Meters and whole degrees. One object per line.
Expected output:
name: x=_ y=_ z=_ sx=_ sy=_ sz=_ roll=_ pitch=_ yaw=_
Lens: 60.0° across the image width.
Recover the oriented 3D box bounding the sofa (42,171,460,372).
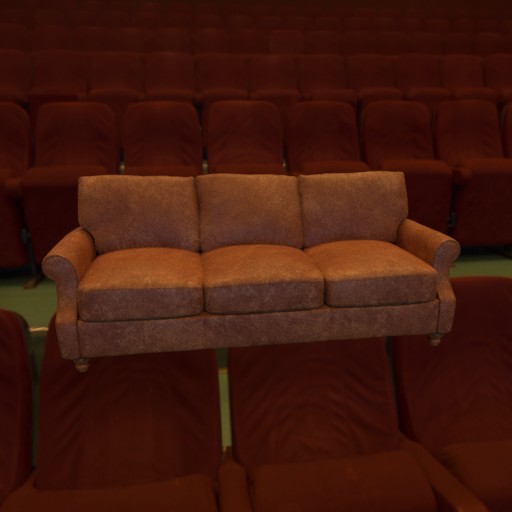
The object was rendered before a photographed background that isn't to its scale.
sofa: x=0.000 y=0.000 z=2.785 sx=2.351 sy=0.977 sz=0.973 roll=-2 pitch=16 yaw=-8
